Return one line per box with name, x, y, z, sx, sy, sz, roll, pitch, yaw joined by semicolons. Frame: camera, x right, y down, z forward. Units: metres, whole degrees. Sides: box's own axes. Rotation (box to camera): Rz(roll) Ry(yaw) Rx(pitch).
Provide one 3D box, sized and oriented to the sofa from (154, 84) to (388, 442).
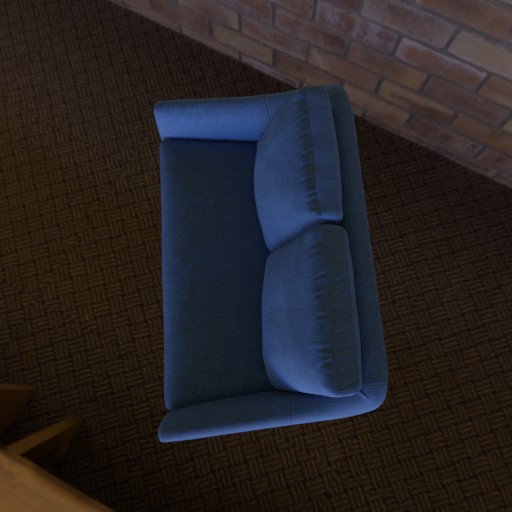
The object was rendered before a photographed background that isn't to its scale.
sofa;0.000;0.000;2.185;0.960;0.902;1.619;-4;76;-1
